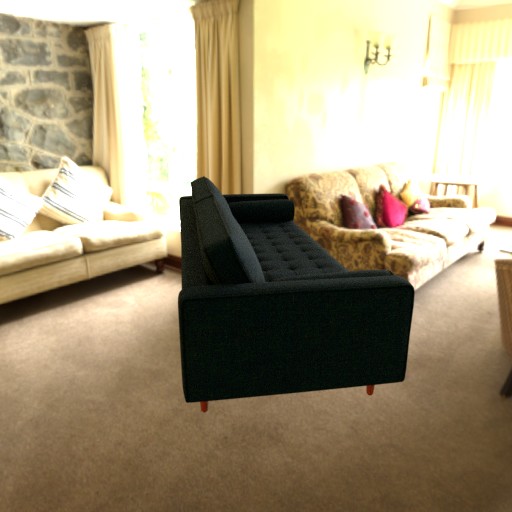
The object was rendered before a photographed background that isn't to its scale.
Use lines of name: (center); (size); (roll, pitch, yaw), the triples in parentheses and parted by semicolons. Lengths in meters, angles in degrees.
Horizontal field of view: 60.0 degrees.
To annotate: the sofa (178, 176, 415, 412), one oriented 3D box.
sofa: (0.000, 0.000, 2.699); (0.914, 0.762, 2.210); (-3, 17, -9)
